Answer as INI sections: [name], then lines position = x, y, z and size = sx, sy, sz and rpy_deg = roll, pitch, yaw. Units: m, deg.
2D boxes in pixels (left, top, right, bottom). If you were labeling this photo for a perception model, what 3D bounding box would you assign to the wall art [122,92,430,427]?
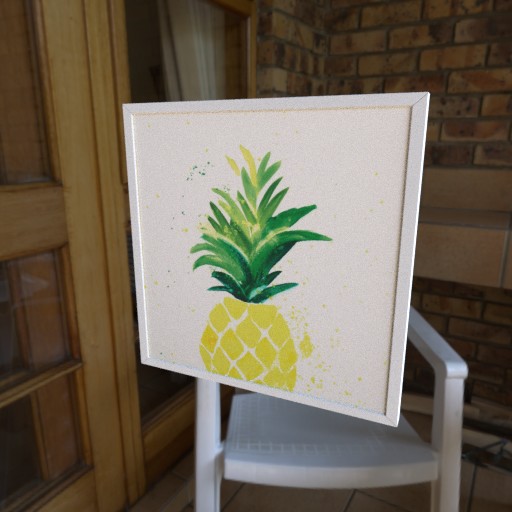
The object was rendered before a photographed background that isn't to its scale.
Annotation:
[wall art]
position = 0.000, 0.000, 1.140
size = 0.763, 0.761, 0.038
rpy_deg = 7, 16, 24
